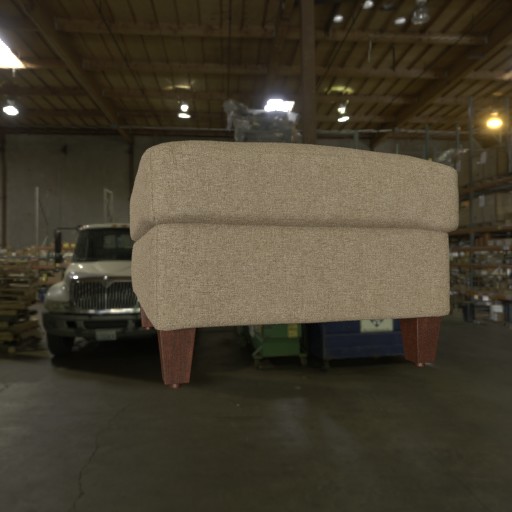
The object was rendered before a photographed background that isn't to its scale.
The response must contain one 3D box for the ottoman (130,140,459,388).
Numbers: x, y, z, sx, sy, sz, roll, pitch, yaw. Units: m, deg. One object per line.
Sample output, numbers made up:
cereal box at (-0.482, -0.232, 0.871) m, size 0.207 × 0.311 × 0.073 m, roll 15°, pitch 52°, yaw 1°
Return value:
ottoman at (0.000, 0.000, 1.291) m, size 0.692 × 0.511 × 0.889 m, roll 0°, pitch 0°, yaw -18°
